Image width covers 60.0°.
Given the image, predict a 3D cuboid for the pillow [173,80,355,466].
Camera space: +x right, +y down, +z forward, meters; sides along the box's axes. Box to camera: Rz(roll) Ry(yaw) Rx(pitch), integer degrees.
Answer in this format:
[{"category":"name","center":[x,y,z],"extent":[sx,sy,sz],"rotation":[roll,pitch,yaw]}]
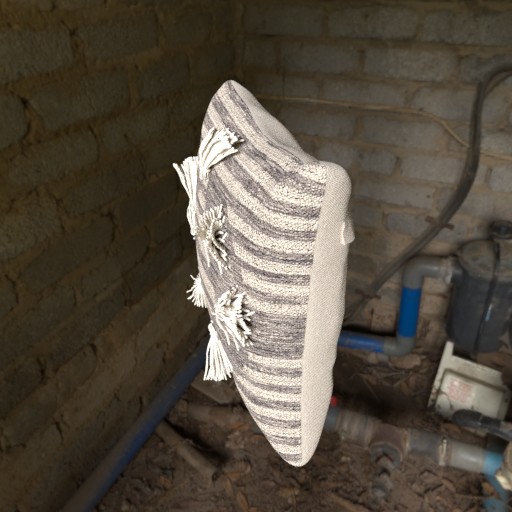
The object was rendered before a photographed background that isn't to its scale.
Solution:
[{"category":"pillow","center":[0.000,0.000,0.757],"extent":[0.234,0.490,0.484],"rotation":[-8,32,-12]}]
